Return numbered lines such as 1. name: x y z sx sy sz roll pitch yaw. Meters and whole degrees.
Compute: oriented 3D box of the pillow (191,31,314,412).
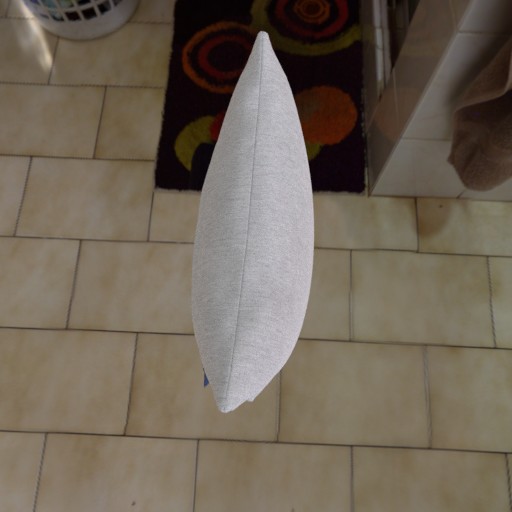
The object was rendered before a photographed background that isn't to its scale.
1. pillow: 0.000 0.000 0.675 0.173 0.436 0.433 5 74 1
